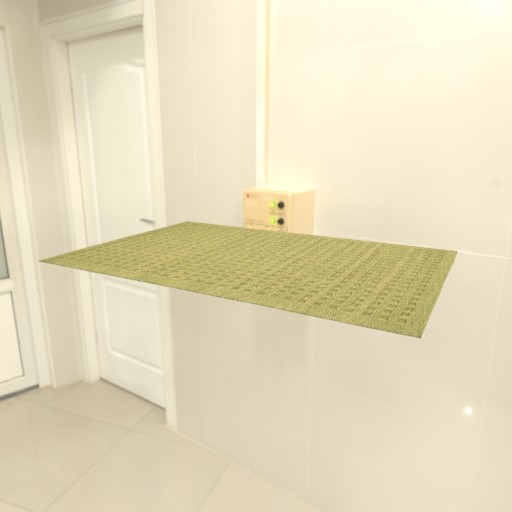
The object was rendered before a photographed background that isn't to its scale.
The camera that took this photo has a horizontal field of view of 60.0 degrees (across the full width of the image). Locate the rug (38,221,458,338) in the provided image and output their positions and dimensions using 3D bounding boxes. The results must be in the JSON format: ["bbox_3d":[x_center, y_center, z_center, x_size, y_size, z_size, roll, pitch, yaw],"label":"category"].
[{"bbox_3d":[0.000,0.000,2.895,2.297,0.007,1.529,8,17,28],"label":"rug"}]
